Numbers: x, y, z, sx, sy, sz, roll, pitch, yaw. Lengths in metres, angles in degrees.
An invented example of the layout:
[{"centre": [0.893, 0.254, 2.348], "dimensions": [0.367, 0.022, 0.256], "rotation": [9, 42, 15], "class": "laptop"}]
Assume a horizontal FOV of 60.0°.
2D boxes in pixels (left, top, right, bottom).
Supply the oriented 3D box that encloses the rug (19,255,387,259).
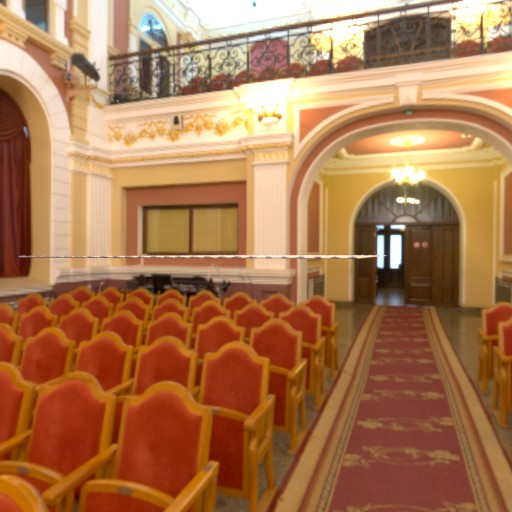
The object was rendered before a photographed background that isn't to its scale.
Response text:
[{"centre": [0.000, 0.000, 2.887], "dimensions": [1.544, 0.010, 2.315], "rotation": [0, 0, 19], "class": "rug"}]
